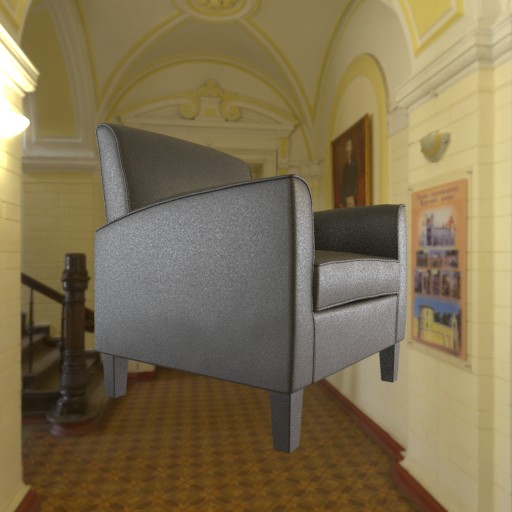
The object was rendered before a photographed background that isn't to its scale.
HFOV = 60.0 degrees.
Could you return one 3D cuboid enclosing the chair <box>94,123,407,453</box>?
[{"bbox_3d":[0.000,0.000,1.551,0.819,0.916,0.820,0,0,36],"label":"chair"}]
